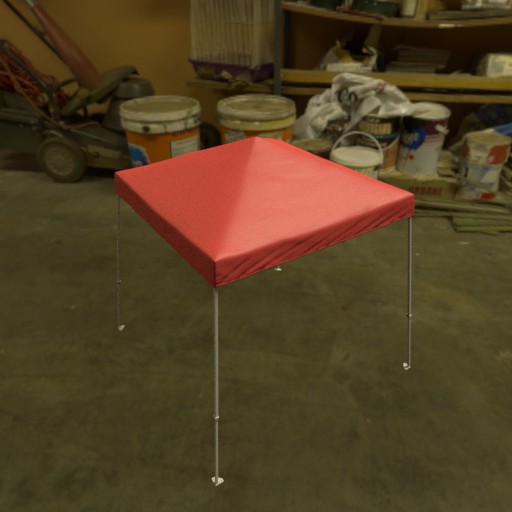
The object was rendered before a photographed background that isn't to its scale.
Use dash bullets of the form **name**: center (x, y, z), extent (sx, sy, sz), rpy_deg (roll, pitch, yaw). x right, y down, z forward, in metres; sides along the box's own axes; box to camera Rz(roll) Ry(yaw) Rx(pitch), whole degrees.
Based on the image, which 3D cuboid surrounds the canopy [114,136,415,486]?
- **canopy**: center (0.000, 0.000, 5.270), extent (2.849, 2.849, 2.848), rpy_deg (-19, 36, -29)
